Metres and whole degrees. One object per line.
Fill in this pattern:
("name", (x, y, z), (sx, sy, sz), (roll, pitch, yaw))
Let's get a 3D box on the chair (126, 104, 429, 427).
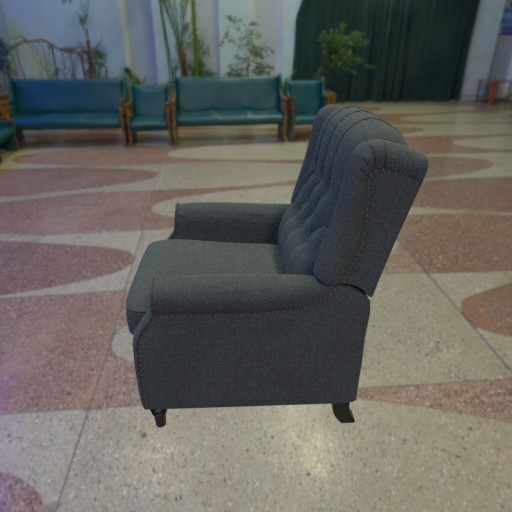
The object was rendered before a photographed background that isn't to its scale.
("chair", (0.000, 0.000, 1.638), (0.898, 1.035, 0.742), (-1, 27, -2))
